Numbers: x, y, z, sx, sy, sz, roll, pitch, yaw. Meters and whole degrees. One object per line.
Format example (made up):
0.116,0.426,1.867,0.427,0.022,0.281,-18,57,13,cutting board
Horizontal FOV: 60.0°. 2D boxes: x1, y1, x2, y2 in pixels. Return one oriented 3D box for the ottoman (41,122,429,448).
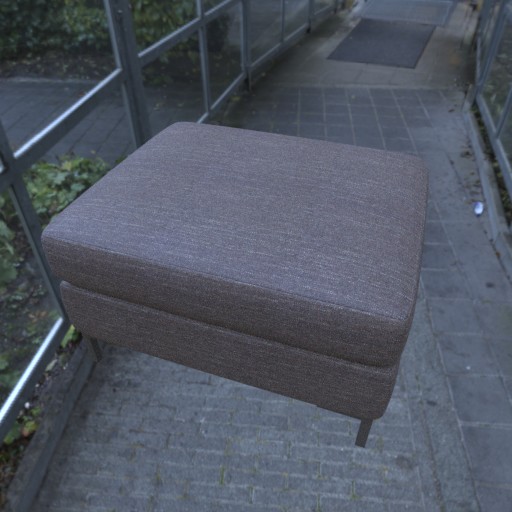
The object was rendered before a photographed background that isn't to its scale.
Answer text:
0.000,0.000,1.215,0.820,0.490,0.671,13,41,15,ottoman
